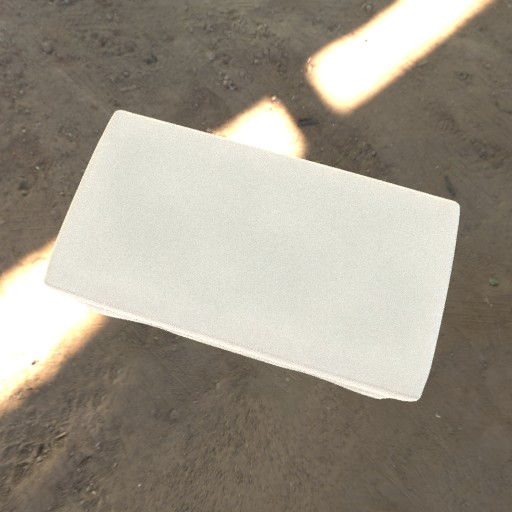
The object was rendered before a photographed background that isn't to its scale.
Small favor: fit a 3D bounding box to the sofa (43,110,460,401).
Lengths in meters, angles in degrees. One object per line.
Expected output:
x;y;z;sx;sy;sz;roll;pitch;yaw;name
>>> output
0.000;0.000;2.128;1.677;0.552;0.939;16;76;4;sofa
